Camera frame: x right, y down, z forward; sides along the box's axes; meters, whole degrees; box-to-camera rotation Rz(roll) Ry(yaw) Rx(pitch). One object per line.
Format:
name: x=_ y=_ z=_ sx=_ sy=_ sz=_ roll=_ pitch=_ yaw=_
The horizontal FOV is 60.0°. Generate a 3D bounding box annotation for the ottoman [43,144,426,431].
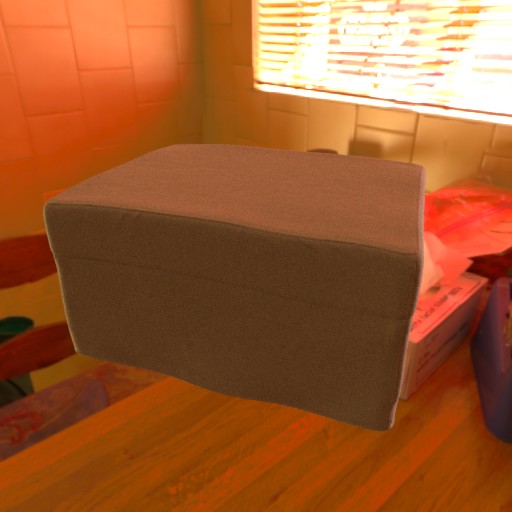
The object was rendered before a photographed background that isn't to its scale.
ottoman: x=0.000 y=0.000 z=1.231 sx=0.833 sy=0.461 sz=0.648 roll=9 pitch=28 yaw=17
